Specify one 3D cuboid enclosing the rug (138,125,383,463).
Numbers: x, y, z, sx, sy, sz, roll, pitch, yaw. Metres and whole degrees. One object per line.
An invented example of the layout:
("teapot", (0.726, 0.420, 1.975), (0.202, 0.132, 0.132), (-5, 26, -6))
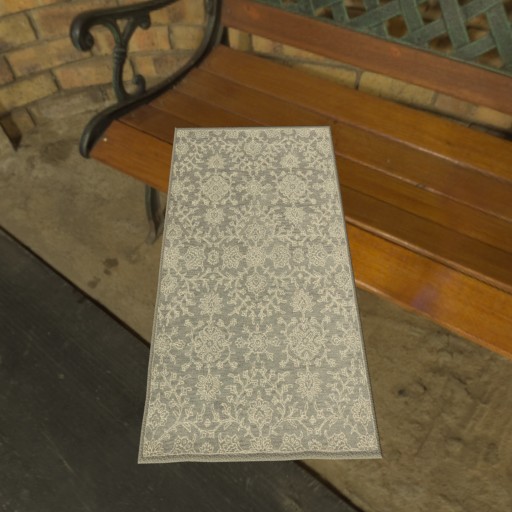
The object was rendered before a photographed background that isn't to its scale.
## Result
("rug", (0.000, 0.000, 3.604), (1.546, 0.011, 3.048), (-1, 58, -1))
